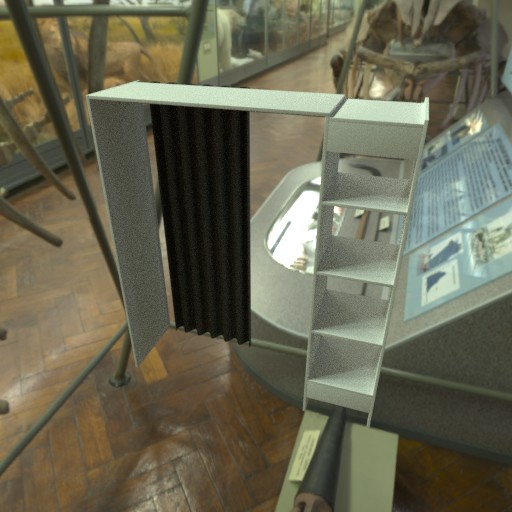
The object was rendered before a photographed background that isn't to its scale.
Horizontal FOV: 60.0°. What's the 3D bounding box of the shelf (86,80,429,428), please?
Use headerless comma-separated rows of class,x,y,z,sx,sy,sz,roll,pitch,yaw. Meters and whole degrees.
shelf,0.000,0.000,2.617,1.600,1.810,0.500,10,32,16
